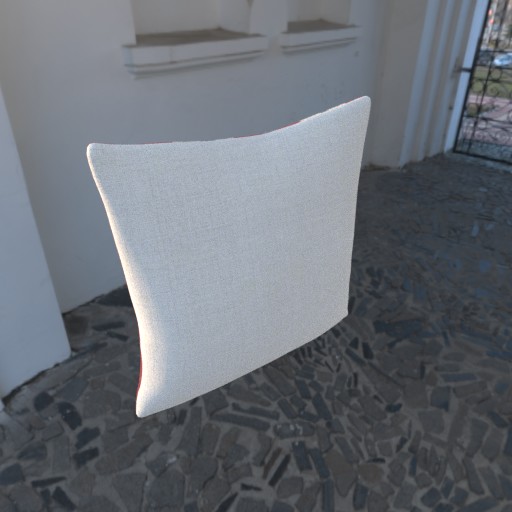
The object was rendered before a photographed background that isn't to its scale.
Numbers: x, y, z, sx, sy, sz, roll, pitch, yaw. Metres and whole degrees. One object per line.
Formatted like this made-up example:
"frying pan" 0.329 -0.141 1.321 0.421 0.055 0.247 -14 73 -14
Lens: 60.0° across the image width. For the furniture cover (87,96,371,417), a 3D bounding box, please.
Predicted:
"furniture cover" 0.000 0.000 0.669 0.435 0.420 0.145 -19 35 -30
